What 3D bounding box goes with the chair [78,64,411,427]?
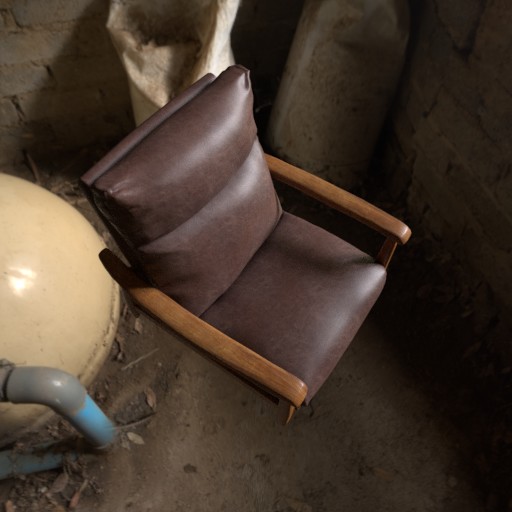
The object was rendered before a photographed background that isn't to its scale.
[{"bbox_3d":[0.000,0.000,1.541,0.830,0.897,0.782,32,64,18],"label":"chair"}]
